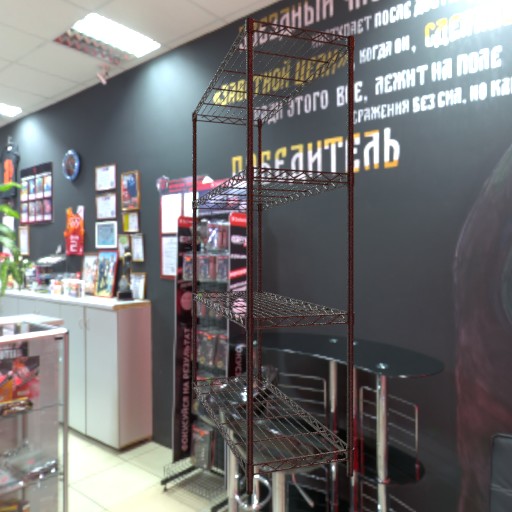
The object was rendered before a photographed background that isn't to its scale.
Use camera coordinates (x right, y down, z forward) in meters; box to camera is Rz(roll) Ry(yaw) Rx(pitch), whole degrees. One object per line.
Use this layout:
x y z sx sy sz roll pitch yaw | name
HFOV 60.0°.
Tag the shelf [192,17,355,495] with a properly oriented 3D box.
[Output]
0.000 0.000 1.743 0.352 1.361 0.907 0 0 -18 | shelf
